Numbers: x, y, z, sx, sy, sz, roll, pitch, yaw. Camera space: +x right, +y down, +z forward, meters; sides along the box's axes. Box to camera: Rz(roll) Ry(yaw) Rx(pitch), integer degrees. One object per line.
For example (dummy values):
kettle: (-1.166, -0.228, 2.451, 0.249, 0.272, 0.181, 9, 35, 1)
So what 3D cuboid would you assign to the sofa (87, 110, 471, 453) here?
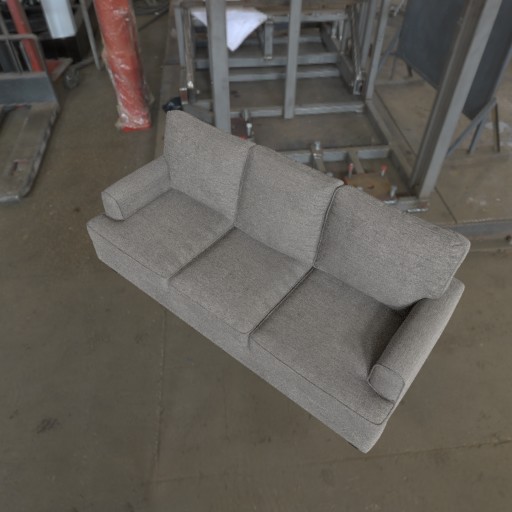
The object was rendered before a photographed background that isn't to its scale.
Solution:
sofa: (0.000, 0.000, 2.645, 2.158, 0.965, 0.951, 30, 53, 26)
